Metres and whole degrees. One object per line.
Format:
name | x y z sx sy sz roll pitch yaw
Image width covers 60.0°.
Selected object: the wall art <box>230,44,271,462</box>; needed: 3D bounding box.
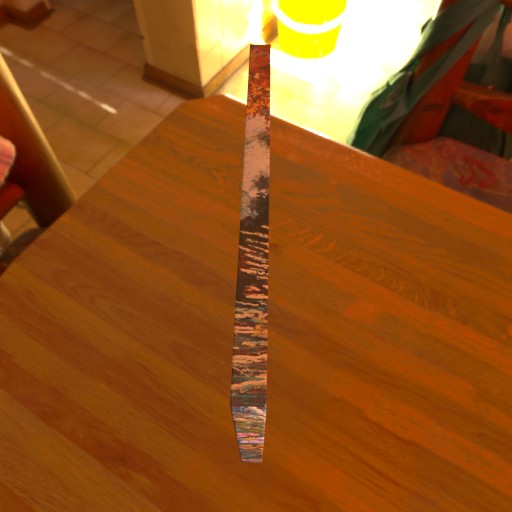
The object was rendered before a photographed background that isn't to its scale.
wall art | 0.000 0.000 0.777 0.037 0.406 0.610 1 58 1
